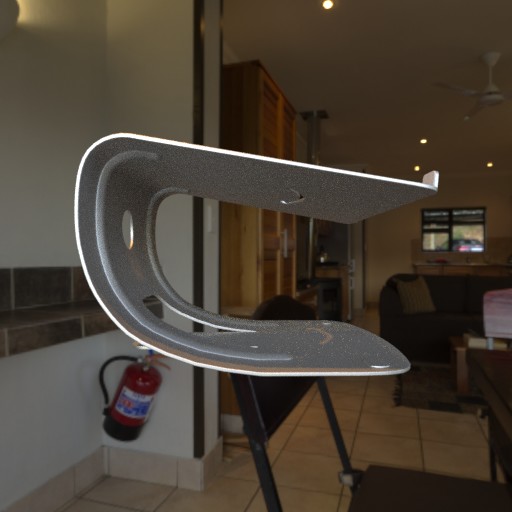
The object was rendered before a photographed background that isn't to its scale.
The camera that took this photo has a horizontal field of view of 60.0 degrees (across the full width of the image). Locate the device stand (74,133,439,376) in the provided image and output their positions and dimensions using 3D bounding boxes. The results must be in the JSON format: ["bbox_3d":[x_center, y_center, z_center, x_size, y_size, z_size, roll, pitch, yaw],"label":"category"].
[{"bbox_3d":[0.000,0.000,0.401,0.236,0.155,0.256,0,-1,-1],"label":"device stand"}]
